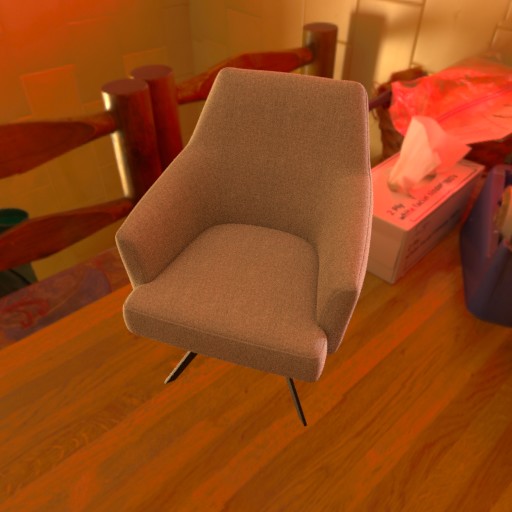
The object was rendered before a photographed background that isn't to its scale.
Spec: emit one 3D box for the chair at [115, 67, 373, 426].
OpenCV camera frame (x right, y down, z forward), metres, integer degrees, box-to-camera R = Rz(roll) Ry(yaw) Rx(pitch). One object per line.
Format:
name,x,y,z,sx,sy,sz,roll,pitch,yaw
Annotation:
chair,0.000,0.000,1.330,0.642,0.874,0.677,12,42,14
